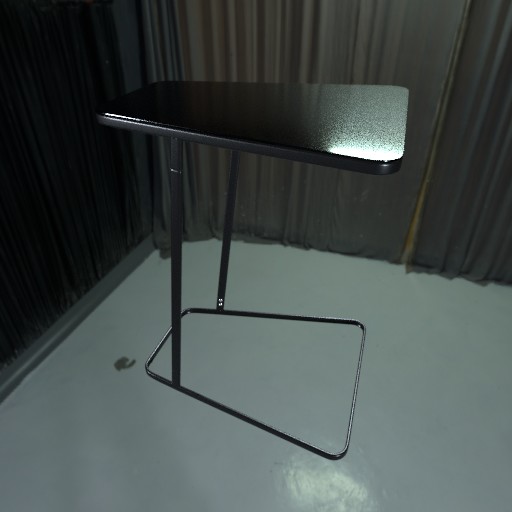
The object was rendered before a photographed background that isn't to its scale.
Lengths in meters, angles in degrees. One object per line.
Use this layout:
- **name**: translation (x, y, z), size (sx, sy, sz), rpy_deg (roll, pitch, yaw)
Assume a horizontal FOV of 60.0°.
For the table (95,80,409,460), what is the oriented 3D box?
- **table**: translation (0.000, 0.000, 0.930), size (0.500, 0.624, 0.427), rpy_deg (10, 34, 14)
